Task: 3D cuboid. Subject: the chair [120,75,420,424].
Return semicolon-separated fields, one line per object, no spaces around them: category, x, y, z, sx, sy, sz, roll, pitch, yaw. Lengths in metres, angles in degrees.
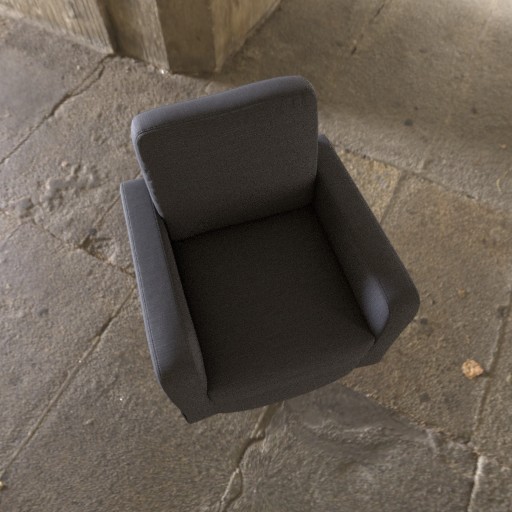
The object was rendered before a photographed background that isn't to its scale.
chair;0.000;0.000;1.526;0.798;0.855;0.863;-16;64;-8
